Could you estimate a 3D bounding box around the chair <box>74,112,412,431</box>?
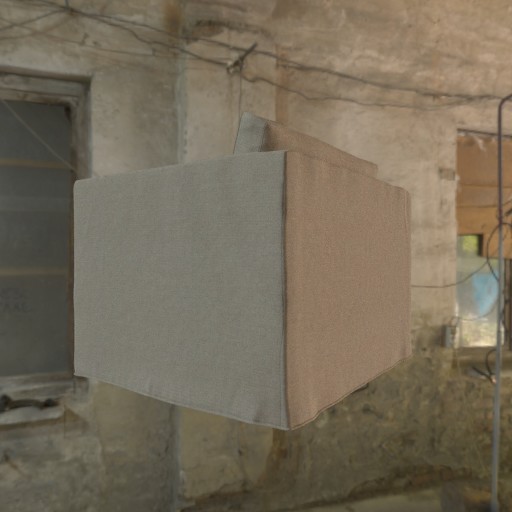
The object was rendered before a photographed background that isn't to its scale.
[{"bbox_3d":[0.000,0.000,1.761,0.949,0.863,1.057,0,1,36],"label":"chair"}]
